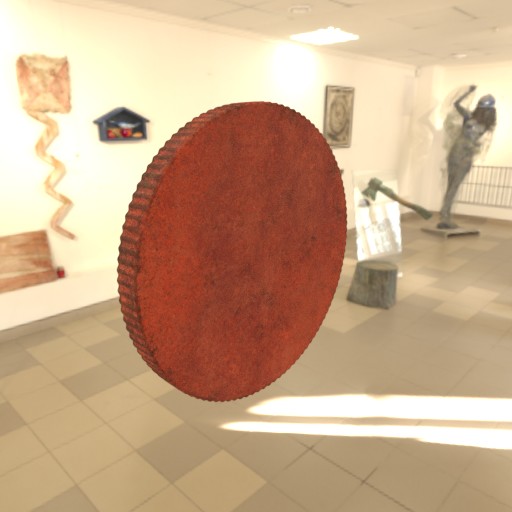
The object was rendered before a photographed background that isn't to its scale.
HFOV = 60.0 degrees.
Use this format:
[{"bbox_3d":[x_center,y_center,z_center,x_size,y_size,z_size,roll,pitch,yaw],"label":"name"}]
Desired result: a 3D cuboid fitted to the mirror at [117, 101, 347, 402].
[{"bbox_3d":[0.000,0.000,0.926,0.056,0.609,0.609,15,22,42],"label":"mirror"}]
